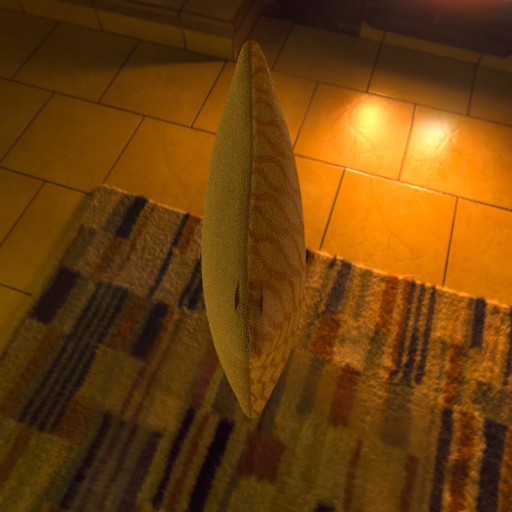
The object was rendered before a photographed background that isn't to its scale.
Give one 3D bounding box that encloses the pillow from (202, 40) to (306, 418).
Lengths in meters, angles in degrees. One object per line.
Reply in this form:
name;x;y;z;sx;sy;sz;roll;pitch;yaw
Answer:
pillow;0.000;0.000;0.679;0.159;0.436;0.429;-1;62;-1
